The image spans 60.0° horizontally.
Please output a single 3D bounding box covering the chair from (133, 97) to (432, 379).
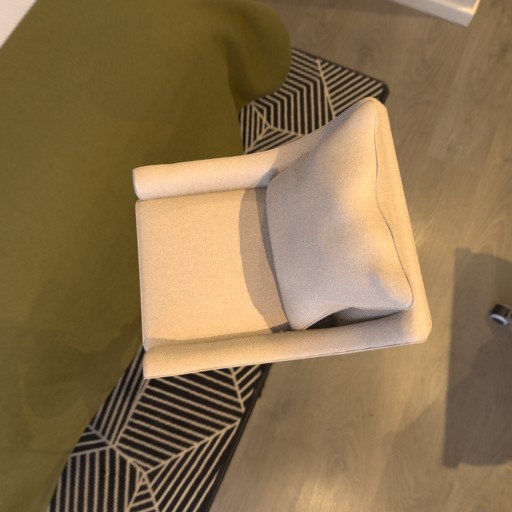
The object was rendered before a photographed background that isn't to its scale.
[{"bbox_3d":[0.000,0.000,1.593,0.876,0.942,0.760,-7,76,-2],"label":"chair"}]
